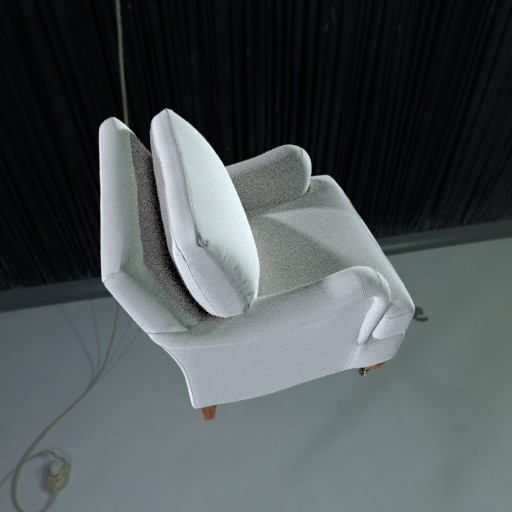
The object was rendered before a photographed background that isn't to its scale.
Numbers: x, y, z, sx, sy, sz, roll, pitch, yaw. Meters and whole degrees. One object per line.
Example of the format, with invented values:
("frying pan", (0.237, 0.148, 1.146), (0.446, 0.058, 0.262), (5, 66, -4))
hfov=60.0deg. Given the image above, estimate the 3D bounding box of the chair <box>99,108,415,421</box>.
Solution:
("chair", (0.000, 0.000, 1.881), (1.070, 1.038, 0.955), (-10, 46, -10))
